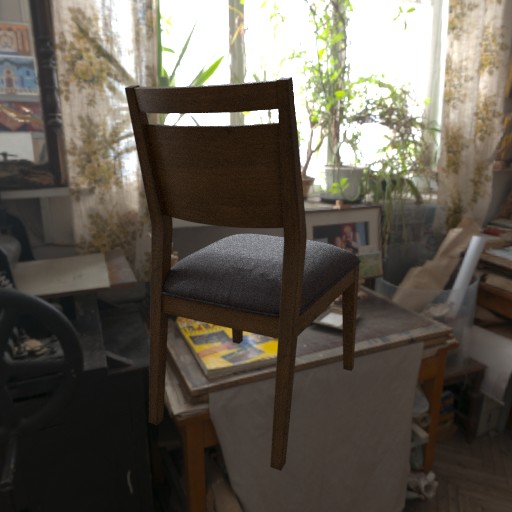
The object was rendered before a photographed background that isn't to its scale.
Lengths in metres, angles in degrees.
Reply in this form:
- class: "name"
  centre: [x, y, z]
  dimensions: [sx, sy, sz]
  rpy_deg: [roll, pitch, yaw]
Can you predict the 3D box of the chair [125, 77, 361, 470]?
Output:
- class: "chair"
  centre: [0.000, 0.000, 1.335]
  dimensions: [0.501, 0.939, 0.610]
  rpy_deg: [8, 18, 26]
